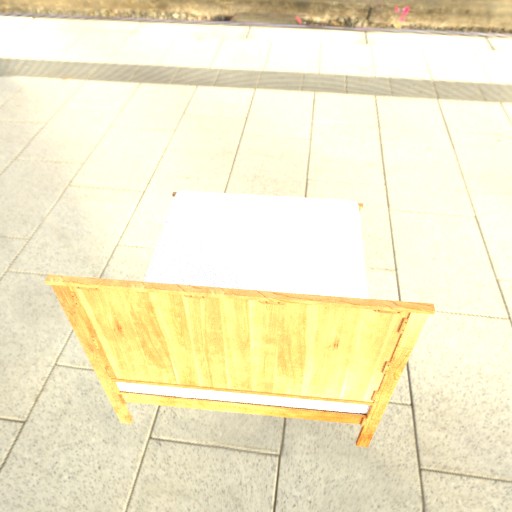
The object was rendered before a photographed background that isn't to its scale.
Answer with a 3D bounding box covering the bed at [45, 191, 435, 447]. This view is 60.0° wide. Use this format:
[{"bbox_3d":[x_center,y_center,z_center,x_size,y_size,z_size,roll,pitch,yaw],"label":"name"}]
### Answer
[{"bbox_3d":[0.000,0.000,3.549,1.936,1.686,2.201,4,46,4],"label":"bed"}]
